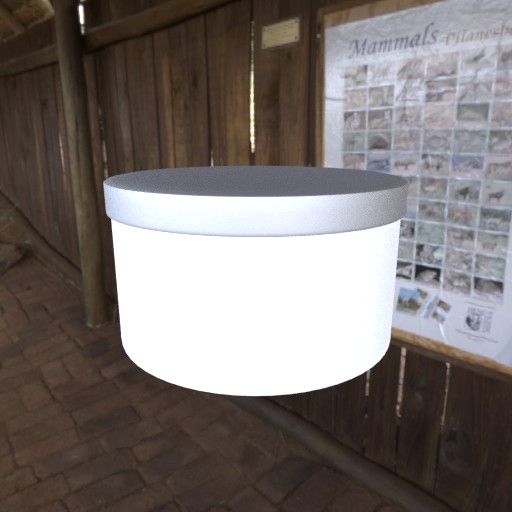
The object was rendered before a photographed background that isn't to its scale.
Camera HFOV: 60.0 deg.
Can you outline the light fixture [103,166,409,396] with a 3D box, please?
[{"bbox_3d":[0.000,0.000,0.631,0.393,0.229,0.393,0,15,0],"label":"light fixture"}]
